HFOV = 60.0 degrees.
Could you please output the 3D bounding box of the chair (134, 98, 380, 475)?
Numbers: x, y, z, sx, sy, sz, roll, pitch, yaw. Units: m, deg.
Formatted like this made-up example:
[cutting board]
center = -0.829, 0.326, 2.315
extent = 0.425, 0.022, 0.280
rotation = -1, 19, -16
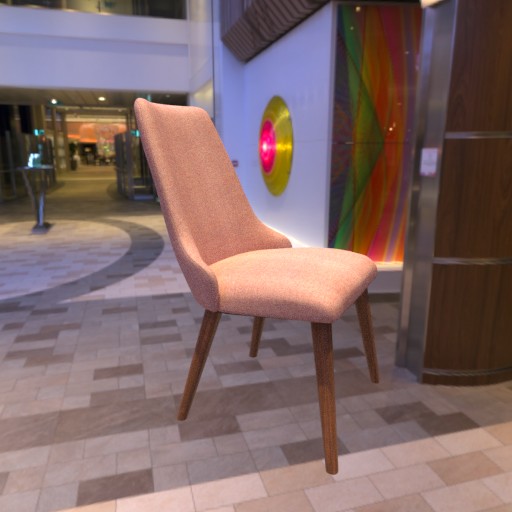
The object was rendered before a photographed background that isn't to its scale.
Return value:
[chair]
center = 0.000, 0.000, 1.354
extent = 0.707, 0.918, 0.535
rotation = 7, 15, 27
